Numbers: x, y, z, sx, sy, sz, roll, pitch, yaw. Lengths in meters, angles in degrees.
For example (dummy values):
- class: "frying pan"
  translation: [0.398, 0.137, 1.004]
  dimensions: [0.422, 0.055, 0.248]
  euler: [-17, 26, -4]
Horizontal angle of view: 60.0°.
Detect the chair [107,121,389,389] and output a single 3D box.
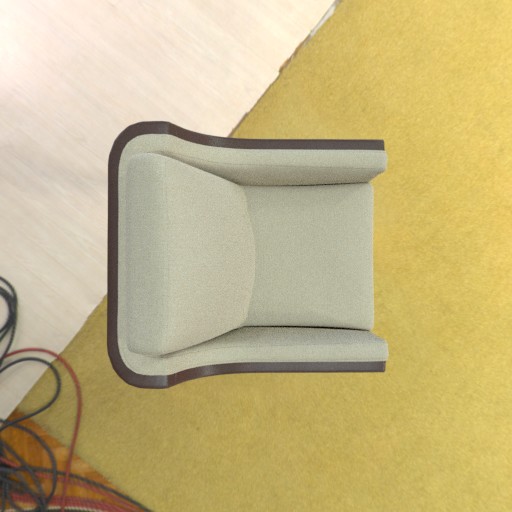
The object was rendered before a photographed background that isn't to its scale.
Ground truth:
- class: "chair"
  translation: [0.000, 0.000, 1.700]
  dimensions: [0.950, 0.930, 0.870]
  euler: [0, 89, -1]
